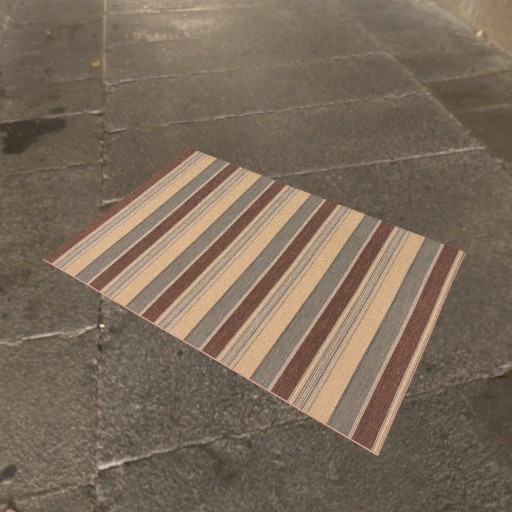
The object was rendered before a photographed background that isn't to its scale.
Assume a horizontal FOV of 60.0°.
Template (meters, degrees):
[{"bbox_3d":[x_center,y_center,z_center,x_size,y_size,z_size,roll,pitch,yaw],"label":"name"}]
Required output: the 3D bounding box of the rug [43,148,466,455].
[{"bbox_3d":[0.000,0.000,2.304,1.829,0.008,1.219,25,51,22],"label":"rug"}]
